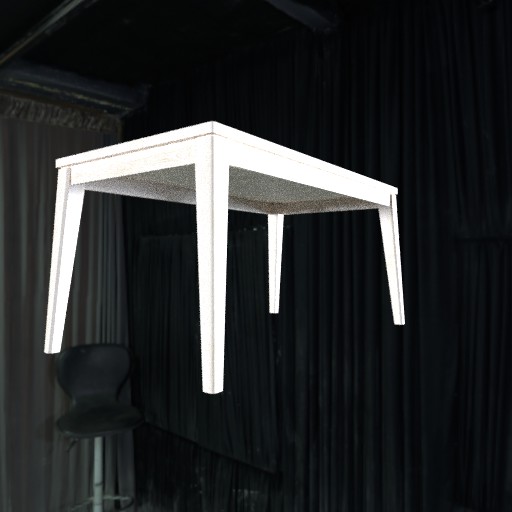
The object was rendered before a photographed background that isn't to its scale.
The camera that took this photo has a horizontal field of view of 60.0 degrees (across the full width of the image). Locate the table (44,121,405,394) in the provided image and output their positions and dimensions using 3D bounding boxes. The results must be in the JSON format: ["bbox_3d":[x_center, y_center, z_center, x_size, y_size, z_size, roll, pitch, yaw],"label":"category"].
[{"bbox_3d":[0.000,0.000,2.120,0.900,0.760,1.600,0,0,37],"label":"table"}]
